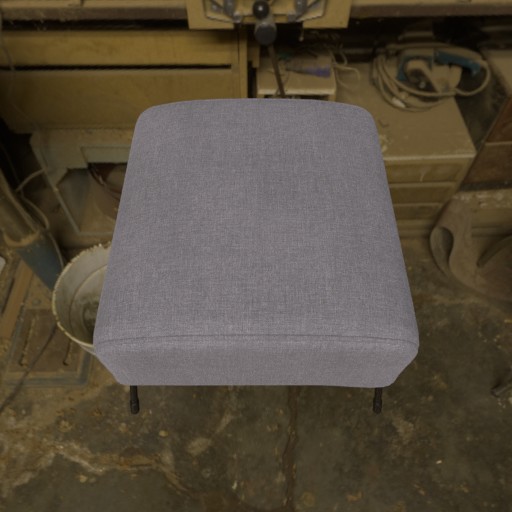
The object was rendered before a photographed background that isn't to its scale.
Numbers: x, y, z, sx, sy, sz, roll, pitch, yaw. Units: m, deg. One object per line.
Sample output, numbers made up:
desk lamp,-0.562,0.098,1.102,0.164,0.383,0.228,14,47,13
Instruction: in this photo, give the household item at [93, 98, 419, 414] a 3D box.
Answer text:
household item,0.000,0.000,0.896,0.530,0.410,0.530,0,58,0
